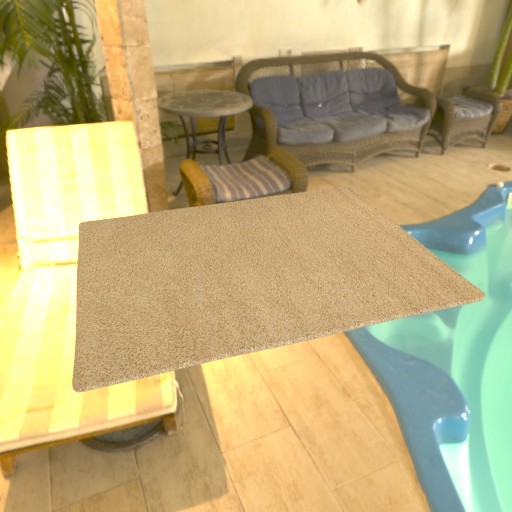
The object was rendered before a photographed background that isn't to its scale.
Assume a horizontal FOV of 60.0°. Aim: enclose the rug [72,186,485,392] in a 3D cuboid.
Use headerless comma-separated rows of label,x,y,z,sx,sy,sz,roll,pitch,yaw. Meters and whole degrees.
rug,0.000,0.000,2.087,1.600,0.025,1.199,-10,33,-15
